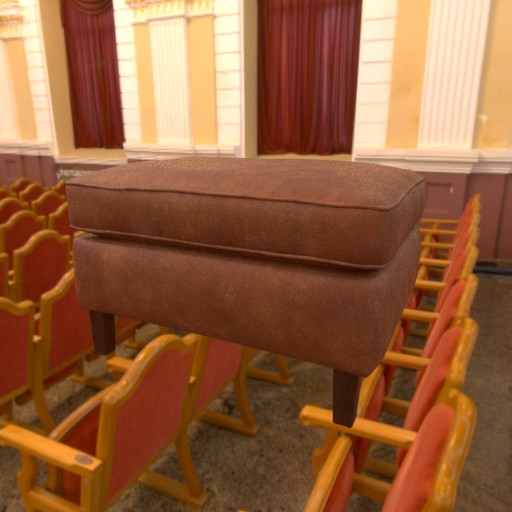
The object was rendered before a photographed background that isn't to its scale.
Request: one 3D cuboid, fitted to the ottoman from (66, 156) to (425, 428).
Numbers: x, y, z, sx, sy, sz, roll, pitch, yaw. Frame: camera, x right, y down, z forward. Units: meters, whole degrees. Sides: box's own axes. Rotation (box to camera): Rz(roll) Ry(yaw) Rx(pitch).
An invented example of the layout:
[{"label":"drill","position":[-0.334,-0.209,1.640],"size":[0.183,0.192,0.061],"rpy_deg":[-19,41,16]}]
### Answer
[{"label":"ottoman","position":[0.000,0.000,0.999],"size":[0.665,0.418,0.501],"rpy_deg":[8,18,25]}]
